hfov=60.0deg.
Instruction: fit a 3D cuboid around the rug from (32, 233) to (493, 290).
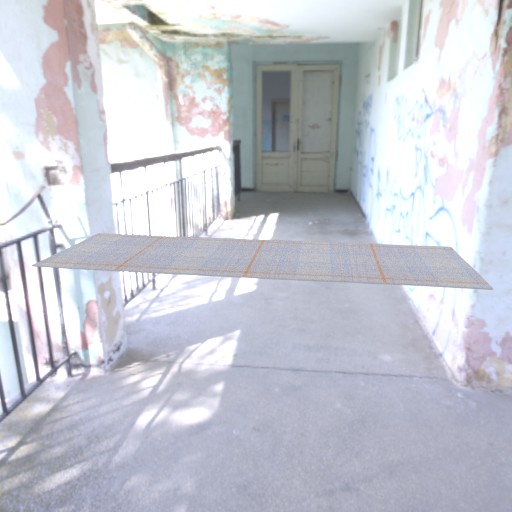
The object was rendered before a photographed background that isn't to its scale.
[{"bbox_3d":[0.000,0.000,2.682,2.442,0.016,0.770,3,17,8],"label":"rug"}]
